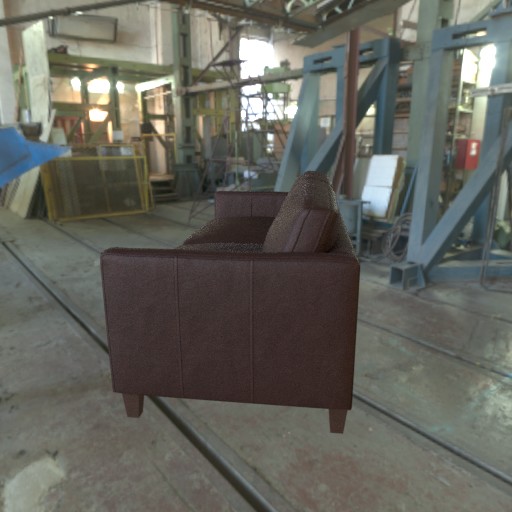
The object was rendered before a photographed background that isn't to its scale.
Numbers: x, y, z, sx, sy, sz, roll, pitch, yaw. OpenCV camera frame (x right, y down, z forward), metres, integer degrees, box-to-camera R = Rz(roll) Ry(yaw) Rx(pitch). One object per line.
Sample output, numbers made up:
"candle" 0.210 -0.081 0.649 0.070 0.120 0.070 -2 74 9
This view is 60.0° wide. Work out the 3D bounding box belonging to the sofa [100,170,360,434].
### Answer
"sofa" 0.000 0.000 2.462 0.923 0.863 1.971 2 15 7
